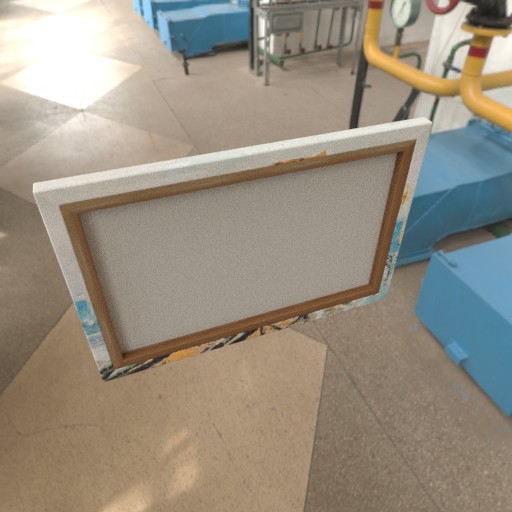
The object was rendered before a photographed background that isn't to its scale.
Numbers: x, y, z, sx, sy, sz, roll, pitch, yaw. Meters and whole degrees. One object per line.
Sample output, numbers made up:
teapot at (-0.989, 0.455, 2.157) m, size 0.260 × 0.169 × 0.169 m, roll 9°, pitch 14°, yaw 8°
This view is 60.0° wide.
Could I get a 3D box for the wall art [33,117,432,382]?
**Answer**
wall art at (0.000, 0.000, 1.165) m, size 0.913 × 0.609 × 0.038 m, roll -14°, pitch 42°, yaw -16°
